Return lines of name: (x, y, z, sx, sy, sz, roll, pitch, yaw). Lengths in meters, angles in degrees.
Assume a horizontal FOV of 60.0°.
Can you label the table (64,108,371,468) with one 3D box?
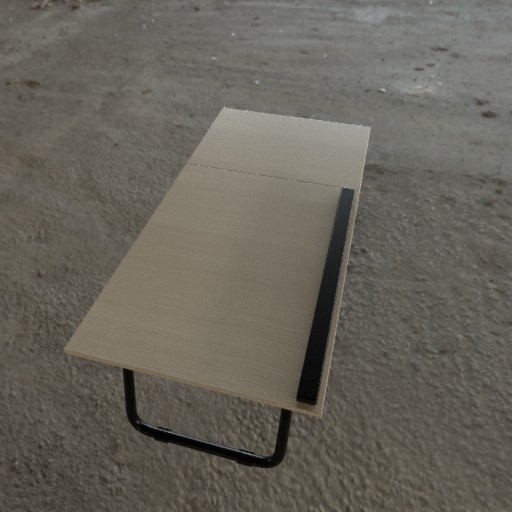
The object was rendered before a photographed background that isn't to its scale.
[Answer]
table: (0.000, 0.000, 0.813, 0.322, 0.242, 0.644, 11, 47, 10)
